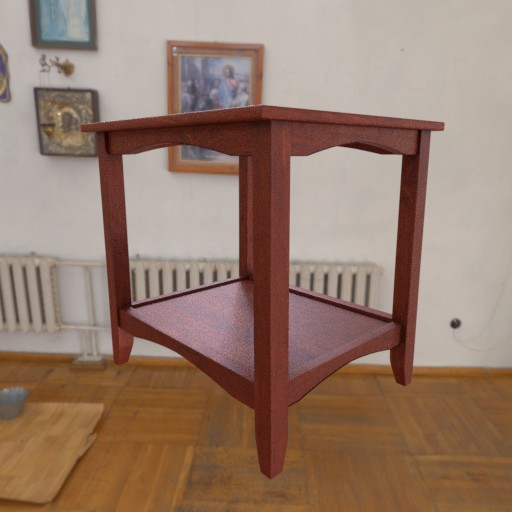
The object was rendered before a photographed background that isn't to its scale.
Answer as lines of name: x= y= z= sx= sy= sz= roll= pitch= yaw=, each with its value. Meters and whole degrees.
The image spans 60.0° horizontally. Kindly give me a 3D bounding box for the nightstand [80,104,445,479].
nightstand: x=0.000 y=0.000 z=0.971 sx=0.501 sy=0.558 sz=0.558 roll=-12 pitch=18 yaw=-42
